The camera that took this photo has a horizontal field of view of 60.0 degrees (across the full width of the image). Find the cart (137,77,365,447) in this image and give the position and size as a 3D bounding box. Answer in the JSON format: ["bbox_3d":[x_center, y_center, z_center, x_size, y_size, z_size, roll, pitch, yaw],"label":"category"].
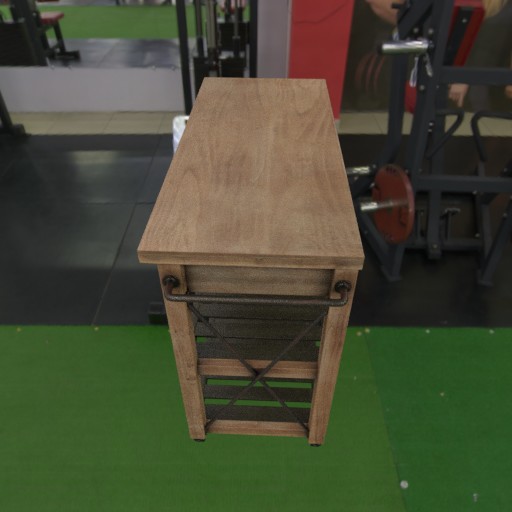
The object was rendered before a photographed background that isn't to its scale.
[{"bbox_3d":[0.000,0.000,0.978,0.298,0.554,0.686,2,40,2],"label":"cart"}]
